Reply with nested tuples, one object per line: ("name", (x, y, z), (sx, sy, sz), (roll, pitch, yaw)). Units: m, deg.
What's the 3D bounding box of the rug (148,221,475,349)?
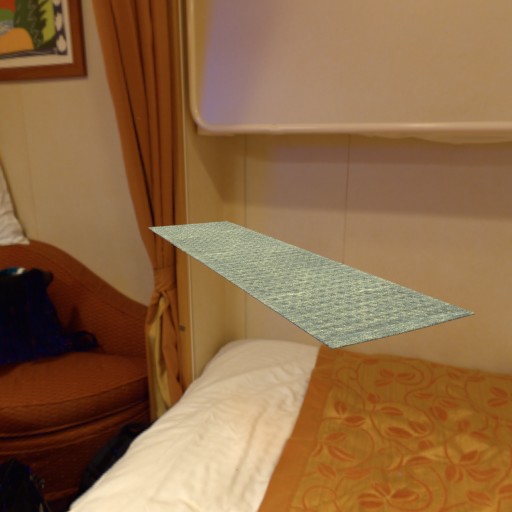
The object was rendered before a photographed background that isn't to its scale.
("rug", (0.000, 0.000, 2.624), (0.688, 0.008, 2.443), (-7, 16, -26))
